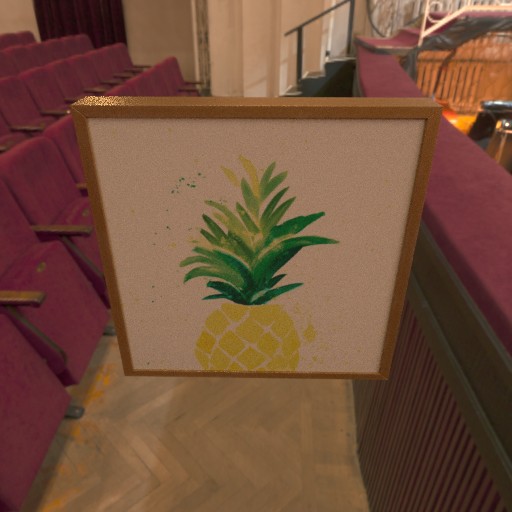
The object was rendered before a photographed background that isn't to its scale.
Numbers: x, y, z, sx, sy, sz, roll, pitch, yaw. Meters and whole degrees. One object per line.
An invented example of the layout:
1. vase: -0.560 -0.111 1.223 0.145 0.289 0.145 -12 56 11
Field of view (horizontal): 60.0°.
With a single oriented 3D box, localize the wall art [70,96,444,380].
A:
1. wall art: 0.000 0.000 0.455 0.306 0.305 0.038 1 30 1
